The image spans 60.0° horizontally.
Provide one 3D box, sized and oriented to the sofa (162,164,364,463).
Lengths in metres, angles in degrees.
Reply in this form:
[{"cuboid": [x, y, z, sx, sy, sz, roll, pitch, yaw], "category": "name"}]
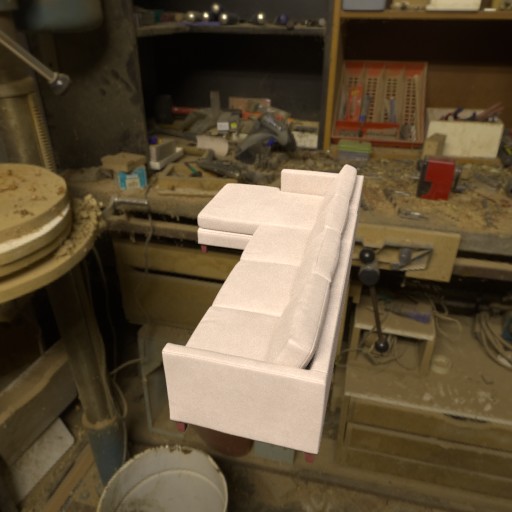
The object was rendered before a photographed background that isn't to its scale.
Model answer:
[{"cuboid": [0.000, 0.000, 3.889, 1.625, 0.846, 3.186, 8, 31, 13], "category": "sofa"}]
